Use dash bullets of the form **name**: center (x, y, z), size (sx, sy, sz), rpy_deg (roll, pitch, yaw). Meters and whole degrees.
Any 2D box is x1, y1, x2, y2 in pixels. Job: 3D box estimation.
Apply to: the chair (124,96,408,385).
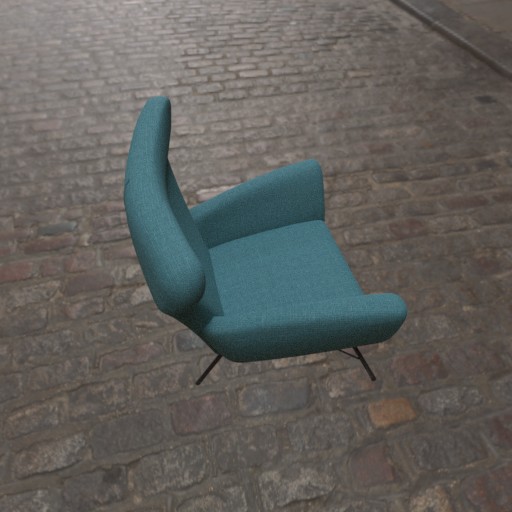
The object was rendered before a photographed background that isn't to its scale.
- **chair**: center (0.000, 0.000, 1.788), size (0.900, 0.980, 1.050), rpy_deg (-10, 45, -10)
